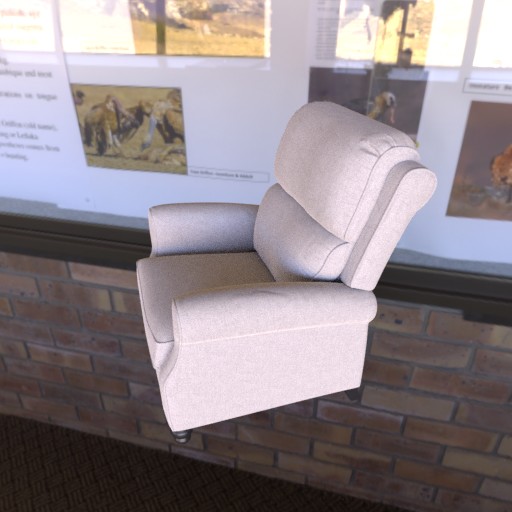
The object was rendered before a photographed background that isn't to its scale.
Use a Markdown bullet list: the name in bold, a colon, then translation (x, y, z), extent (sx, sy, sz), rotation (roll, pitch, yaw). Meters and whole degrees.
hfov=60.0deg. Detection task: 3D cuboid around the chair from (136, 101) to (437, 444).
- **chair**: translation (0.000, 0.000, 1.744), extent (0.919, 1.046, 0.859), rotation (-9, 31, -15)
